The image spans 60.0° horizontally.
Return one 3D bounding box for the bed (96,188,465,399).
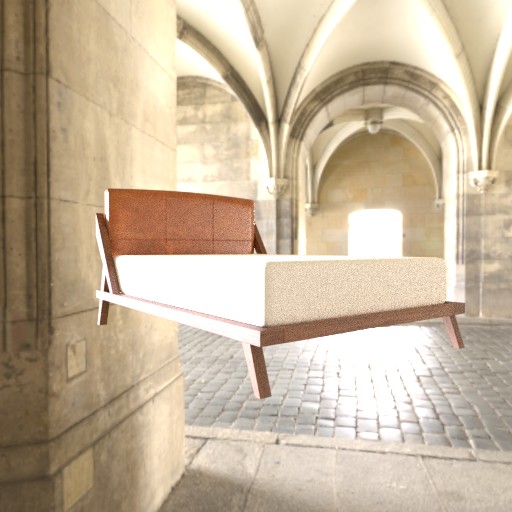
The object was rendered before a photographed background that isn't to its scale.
[{"bbox_3d":[0.000,0.000,3.295,1.651,1.168,2.311,-1,1,-36],"label":"bed"}]
